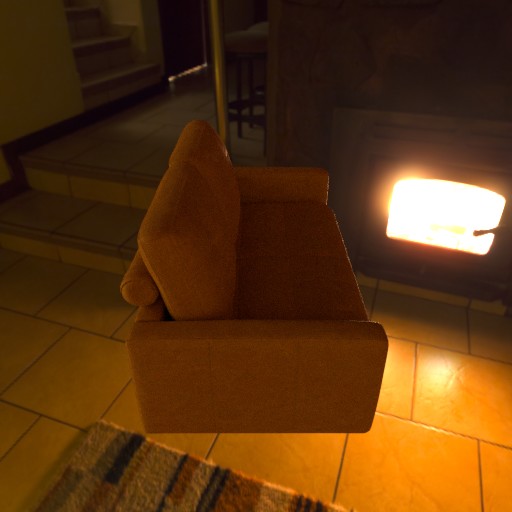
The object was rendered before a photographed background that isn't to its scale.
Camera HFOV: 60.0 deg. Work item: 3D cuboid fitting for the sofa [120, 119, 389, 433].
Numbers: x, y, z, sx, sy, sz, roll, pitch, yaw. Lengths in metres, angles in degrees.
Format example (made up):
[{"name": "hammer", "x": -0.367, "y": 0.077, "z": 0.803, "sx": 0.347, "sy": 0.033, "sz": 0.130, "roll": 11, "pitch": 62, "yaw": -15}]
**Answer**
[{"name": "sofa", "x": 0.000, "y": 0.000, "z": 1.981, "sx": 0.868, "sy": 0.898, "sz": 1.430, "roll": 0, "pitch": 33, "yaw": 0}]
